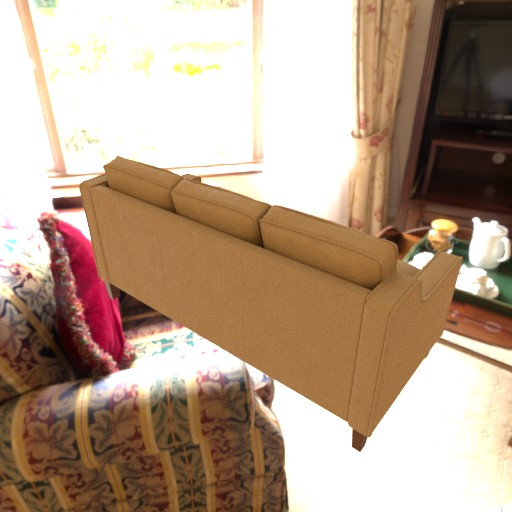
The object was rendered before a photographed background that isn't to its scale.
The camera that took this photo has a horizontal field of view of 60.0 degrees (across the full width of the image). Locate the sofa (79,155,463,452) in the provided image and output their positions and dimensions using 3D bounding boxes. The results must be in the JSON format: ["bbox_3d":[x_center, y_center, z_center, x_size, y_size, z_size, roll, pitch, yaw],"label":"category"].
[{"bbox_3d":[0.000,0.000,2.555,1.986,0.974,0.911,22,37,33],"label":"sofa"}]
